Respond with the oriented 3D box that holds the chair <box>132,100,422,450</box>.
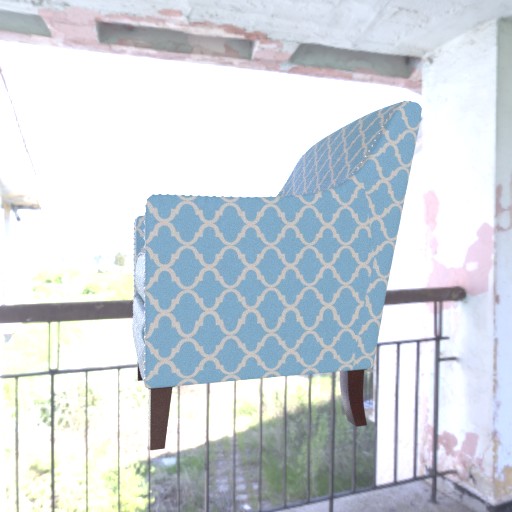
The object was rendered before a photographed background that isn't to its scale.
[{"bbox_3d":[0.000,0.000,1.299,0.686,0.817,0.617,0,0,-18],"label":"chair"}]
